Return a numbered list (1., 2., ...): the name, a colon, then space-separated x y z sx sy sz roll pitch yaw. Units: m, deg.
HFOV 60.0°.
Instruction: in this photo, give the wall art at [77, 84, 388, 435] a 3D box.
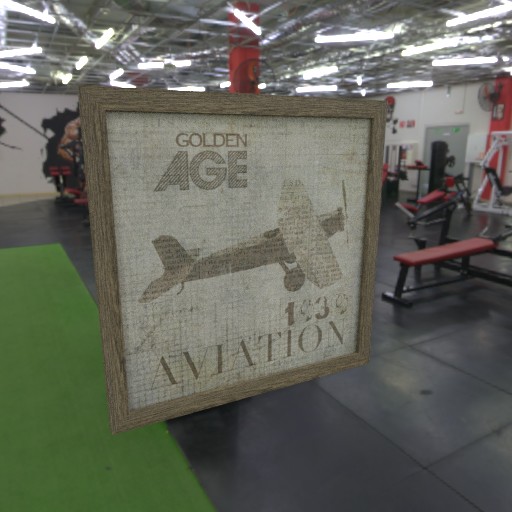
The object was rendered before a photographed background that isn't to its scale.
1. wall art: 0.000 0.000 0.739 0.508 0.508 0.019 -7 16 -26
